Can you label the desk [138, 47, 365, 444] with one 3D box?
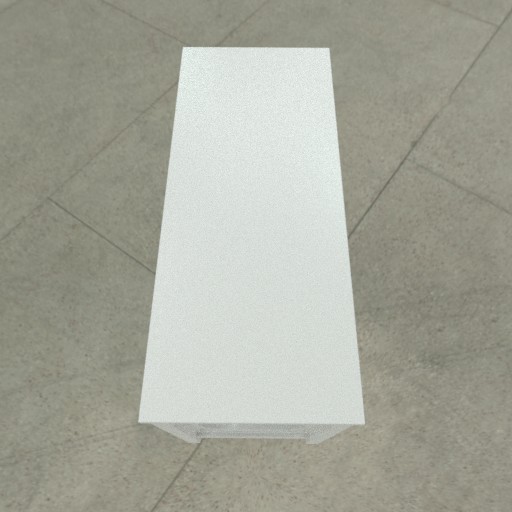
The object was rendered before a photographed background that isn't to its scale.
[{"bbox_3d":[0.000,0.000,1.568,0.504,0.762,1.191,0,64,0],"label":"desk"}]
